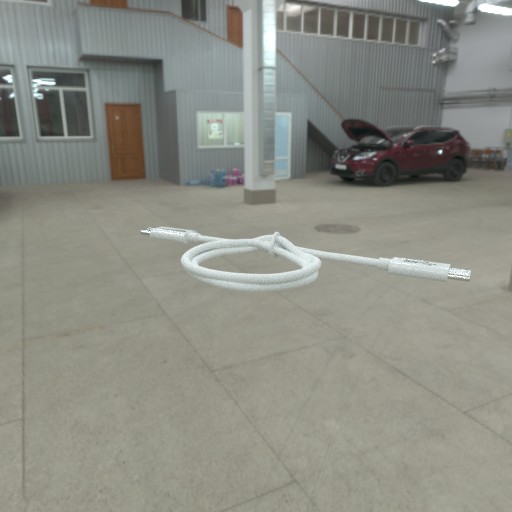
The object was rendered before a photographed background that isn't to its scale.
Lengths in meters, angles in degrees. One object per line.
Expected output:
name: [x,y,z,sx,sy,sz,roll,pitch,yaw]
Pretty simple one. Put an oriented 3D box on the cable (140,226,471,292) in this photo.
cable: [0.000,0.000,0.214,0.186,0.014,0.070,8,18,27]
